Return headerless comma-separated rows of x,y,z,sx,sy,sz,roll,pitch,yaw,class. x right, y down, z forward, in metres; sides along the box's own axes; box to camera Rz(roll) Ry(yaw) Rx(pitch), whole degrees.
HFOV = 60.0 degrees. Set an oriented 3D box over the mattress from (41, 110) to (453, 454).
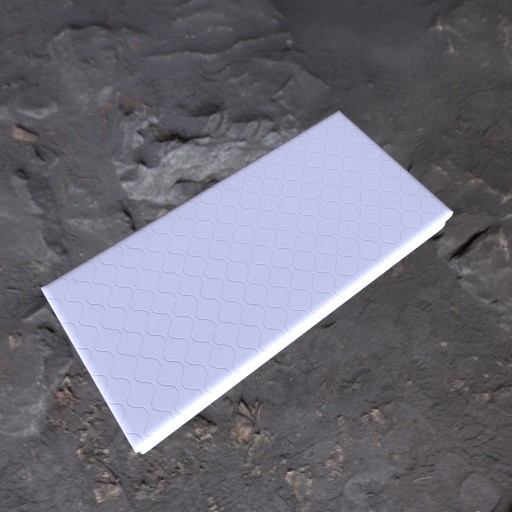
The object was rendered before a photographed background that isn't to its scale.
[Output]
0.000,0.000,2.277,1.900,0.200,0.900,-34,68,-16,mattress
